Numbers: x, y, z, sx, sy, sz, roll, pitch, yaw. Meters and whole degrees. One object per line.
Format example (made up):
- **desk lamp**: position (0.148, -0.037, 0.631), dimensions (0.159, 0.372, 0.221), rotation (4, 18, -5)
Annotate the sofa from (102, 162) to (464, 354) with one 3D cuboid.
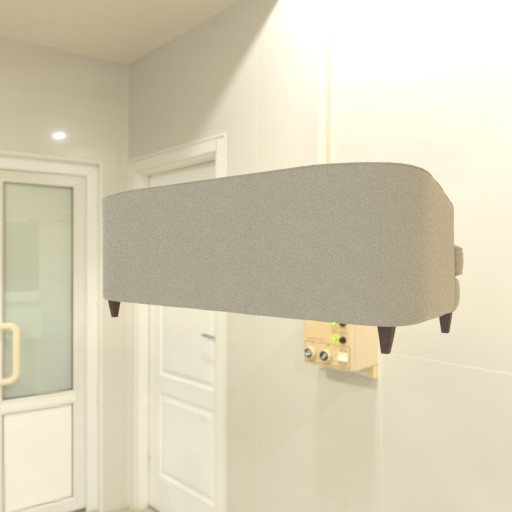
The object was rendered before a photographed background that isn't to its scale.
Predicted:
- **sofa**: position (0.000, 0.000, 2.812), dimensions (2.278, 0.855, 0.941), rotation (0, 0, 36)
